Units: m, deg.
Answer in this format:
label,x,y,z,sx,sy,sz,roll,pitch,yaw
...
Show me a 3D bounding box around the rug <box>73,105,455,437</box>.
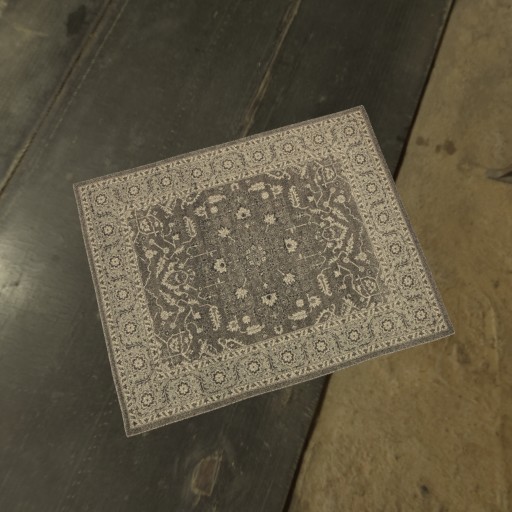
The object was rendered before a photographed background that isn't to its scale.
label,x,y,z,sx,sy,sz,roll,pitch,yaw
rug,0.000,0.000,4.210,3.069,0.026,2.451,-16,76,-4
